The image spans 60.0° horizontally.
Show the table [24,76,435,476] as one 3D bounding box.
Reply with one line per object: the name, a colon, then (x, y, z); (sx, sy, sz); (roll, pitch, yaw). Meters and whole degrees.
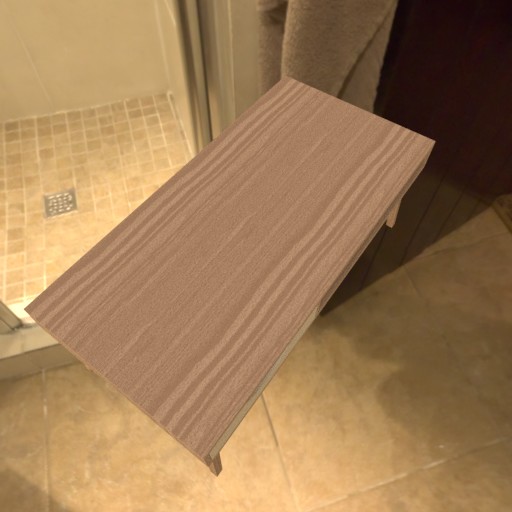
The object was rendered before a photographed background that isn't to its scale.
table: (0.000, 0.000, 1.489); (0.600, 0.450, 1.200); (31, 62, 19)
